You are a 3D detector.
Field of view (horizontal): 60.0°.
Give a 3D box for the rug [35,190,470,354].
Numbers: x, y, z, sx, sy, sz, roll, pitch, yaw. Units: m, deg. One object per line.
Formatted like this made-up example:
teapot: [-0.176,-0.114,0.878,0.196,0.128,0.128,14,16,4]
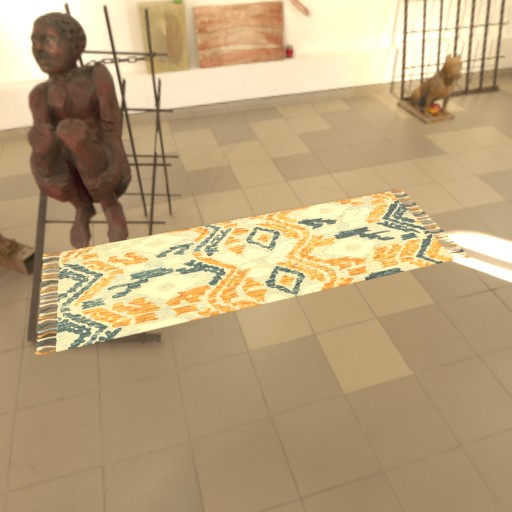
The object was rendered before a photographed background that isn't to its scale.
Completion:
rug: [0.000,0.000,2.650,2.437,0.010,0.783,-12,43,-13]
